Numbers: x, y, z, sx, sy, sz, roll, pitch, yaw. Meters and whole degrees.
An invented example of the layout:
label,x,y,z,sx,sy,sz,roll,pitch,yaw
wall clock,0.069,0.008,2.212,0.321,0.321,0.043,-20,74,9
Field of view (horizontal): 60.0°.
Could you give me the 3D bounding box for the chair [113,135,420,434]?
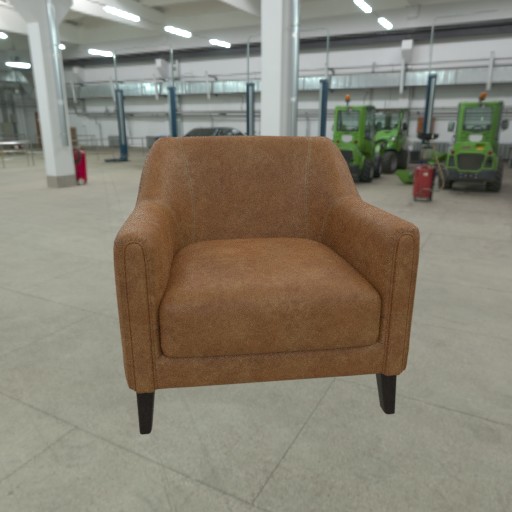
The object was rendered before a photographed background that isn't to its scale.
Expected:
label,x,y,z,sx,sy,sz,roll,pitch,yaw
chair,0.000,0.000,1.911,1.037,0.980,1.034,-2,17,-7
